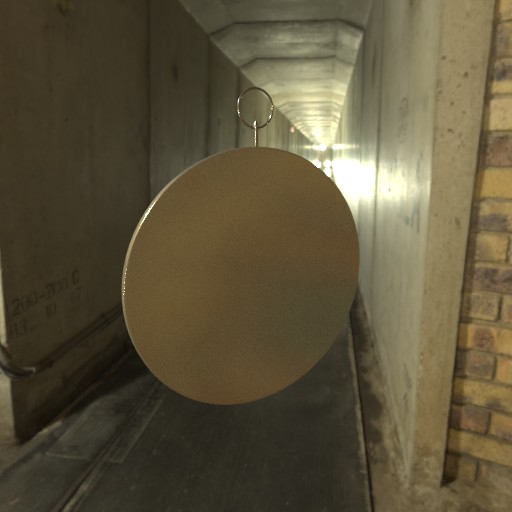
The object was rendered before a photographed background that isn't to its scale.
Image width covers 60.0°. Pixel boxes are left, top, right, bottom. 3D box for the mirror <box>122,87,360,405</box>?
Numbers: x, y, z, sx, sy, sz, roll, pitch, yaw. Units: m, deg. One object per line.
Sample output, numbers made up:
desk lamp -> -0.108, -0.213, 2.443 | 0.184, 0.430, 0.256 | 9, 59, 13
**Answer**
mirror -> 0.000, 0.000, 0.994 | 0.594, 0.713, 0.020 | -7, 16, -27
